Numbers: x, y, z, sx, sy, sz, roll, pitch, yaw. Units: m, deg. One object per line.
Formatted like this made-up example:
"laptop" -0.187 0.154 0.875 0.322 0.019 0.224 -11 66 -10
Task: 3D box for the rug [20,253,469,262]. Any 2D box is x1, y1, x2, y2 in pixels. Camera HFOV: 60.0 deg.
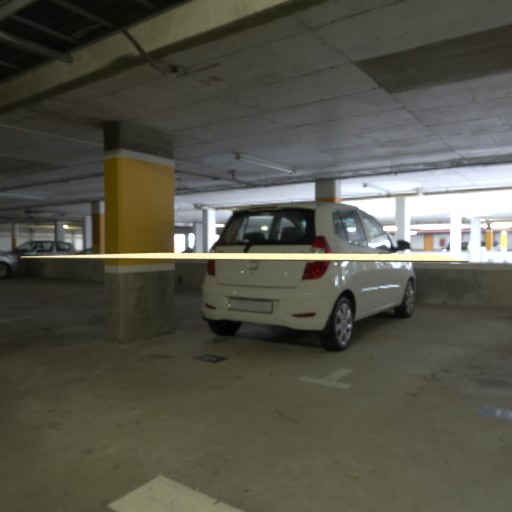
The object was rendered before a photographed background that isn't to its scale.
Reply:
"rug" 0.000 0.000 2.291 1.828 0.007 1.220 0 1 17
